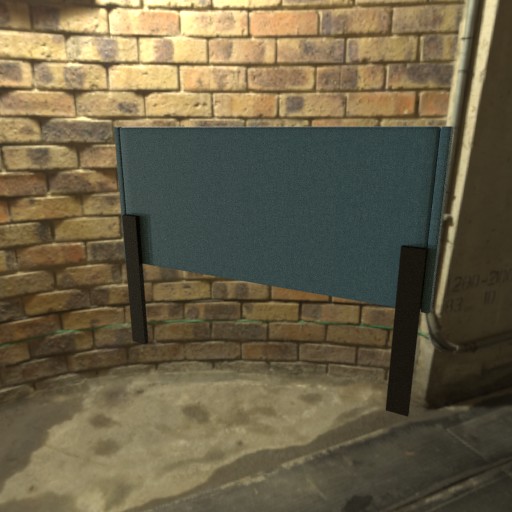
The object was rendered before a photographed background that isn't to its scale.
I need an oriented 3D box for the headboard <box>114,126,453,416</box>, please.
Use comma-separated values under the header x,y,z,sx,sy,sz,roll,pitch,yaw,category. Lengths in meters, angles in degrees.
x,y,z,sx,sy,sz,roll,pitch,yaw,category
0.000,0.000,2.721,2.051,1.524,0.184,8,18,26,headboard
